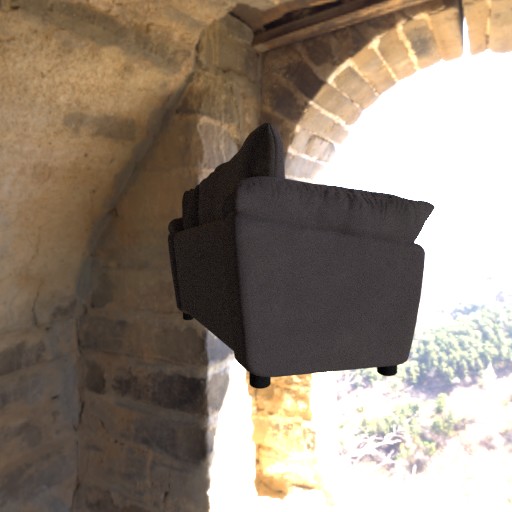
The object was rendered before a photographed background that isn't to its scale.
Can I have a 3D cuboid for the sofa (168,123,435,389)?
[{"bbox_3d":[0.000,0.000,2.841,0.878,1.073,2.336,0,0,-18],"label":"sofa"}]
